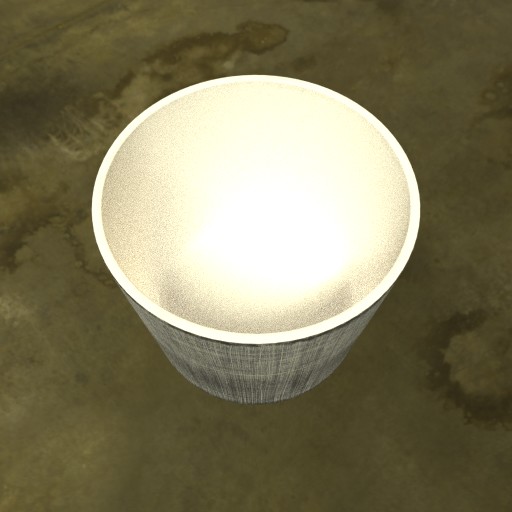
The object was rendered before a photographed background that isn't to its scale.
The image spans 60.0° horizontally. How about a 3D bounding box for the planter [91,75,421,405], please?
[{"bbox_3d":[0.000,0.000,0.390,0.221,0.201,0.221,0,62,0],"label":"planter"}]
